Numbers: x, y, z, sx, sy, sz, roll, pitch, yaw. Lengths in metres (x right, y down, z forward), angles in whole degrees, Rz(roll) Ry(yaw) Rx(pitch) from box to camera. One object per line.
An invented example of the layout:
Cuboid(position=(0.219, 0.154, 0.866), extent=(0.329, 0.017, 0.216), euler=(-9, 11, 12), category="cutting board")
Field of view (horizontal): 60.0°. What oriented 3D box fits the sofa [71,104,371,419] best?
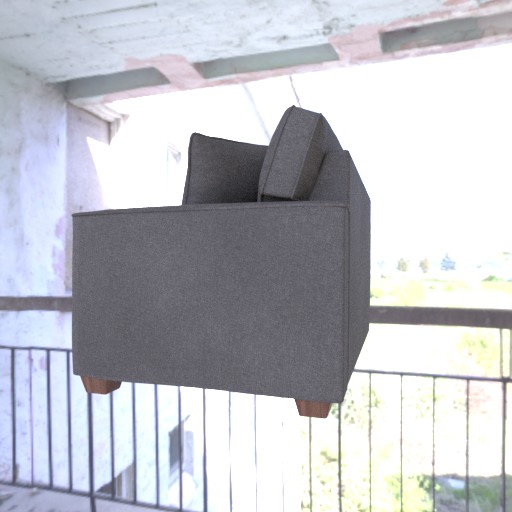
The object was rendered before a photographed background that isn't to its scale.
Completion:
Cuboid(position=(0.000, 0.000, 2.085), extent=(0.991, 0.989, 1.388), euler=(0, 0, 18), category="sofa")
